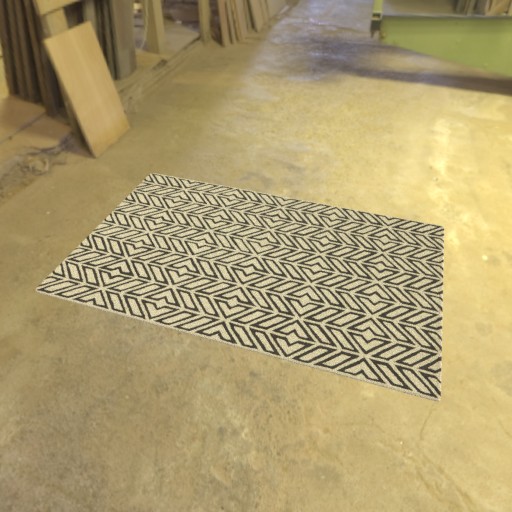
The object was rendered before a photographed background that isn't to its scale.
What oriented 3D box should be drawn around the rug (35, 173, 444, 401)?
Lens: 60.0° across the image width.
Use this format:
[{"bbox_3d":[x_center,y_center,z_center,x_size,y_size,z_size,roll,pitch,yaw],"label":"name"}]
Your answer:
[{"bbox_3d":[0.000,0.000,3.035,2.438,0.008,1.523,12,43,14],"label":"rug"}]
